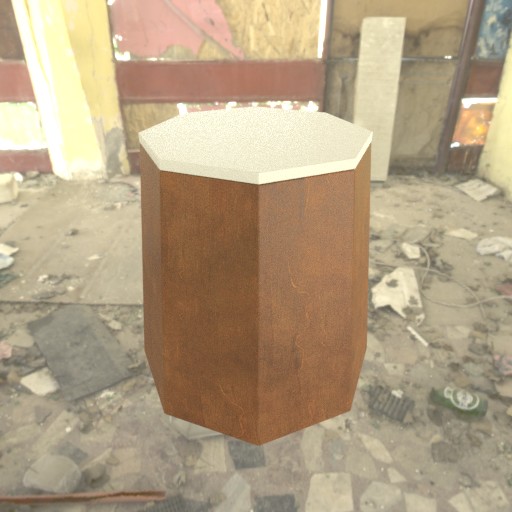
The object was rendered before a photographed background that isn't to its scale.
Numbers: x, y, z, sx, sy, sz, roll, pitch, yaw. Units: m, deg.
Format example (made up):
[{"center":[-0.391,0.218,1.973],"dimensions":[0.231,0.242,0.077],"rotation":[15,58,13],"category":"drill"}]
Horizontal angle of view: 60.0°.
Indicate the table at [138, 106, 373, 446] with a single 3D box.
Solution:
[{"center":[0.000,0.000,0.819],"dimensions":[0.439,0.457,0.439],"rotation":[10,32,17],"category":"table"}]
